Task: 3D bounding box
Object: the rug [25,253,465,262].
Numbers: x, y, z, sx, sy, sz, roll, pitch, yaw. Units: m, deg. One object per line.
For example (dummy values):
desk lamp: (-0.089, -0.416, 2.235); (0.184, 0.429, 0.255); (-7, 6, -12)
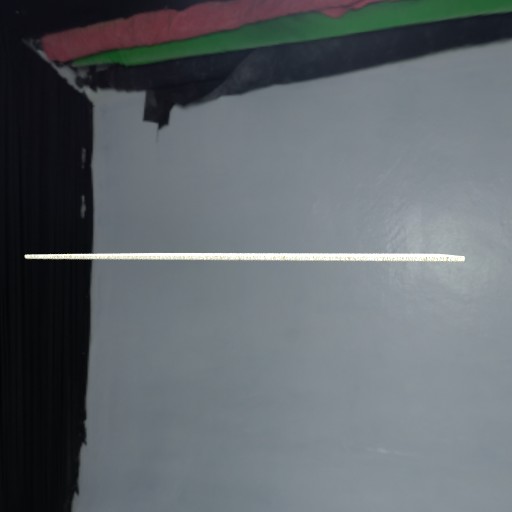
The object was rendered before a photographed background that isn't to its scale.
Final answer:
rug: (0.000, 0.000, 3.371); (2.698, 0.025, 1.798); (0, 1, 18)
